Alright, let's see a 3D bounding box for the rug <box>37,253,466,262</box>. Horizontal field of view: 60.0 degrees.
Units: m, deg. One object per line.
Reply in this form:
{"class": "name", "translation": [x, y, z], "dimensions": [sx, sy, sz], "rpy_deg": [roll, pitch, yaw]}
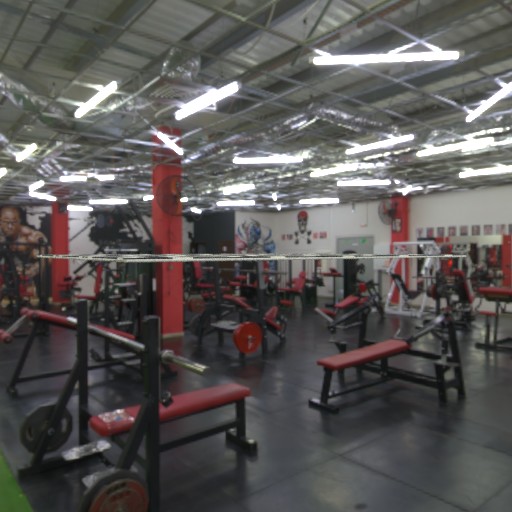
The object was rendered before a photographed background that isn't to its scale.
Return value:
{"class": "rug", "translation": [0.000, 0.000, 2.848], "dimensions": [2.286, 0.016, 1.555], "rpy_deg": [-1, 1, -37]}
